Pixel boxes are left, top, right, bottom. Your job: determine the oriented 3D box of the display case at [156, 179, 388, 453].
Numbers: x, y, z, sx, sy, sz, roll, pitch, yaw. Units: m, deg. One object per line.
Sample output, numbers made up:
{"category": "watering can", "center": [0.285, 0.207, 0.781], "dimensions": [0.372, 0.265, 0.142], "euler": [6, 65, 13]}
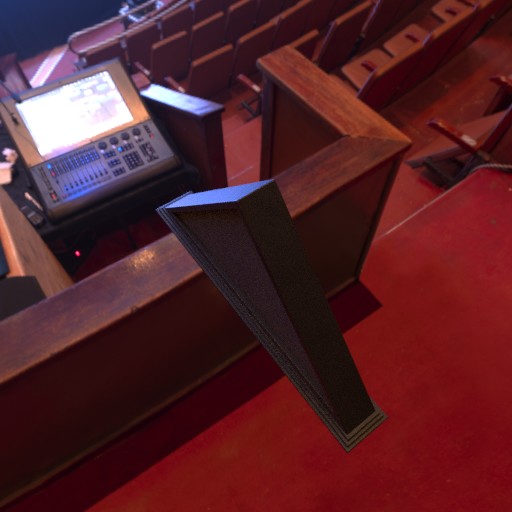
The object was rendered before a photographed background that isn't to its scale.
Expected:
{"category": "display case", "center": [0.000, 0.000, 0.751], "dimensions": [0.095, 0.340, 0.640], "euler": [-32, 63, -19]}
